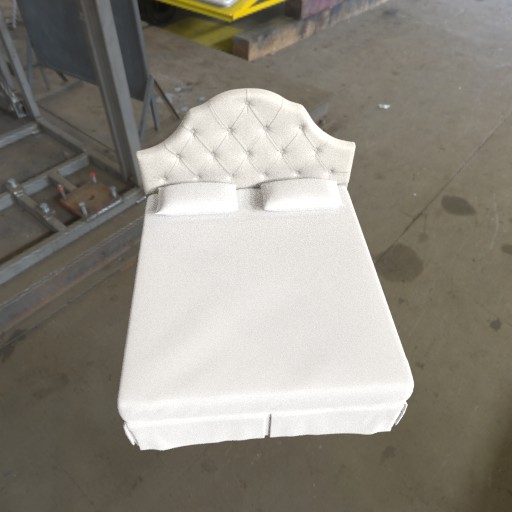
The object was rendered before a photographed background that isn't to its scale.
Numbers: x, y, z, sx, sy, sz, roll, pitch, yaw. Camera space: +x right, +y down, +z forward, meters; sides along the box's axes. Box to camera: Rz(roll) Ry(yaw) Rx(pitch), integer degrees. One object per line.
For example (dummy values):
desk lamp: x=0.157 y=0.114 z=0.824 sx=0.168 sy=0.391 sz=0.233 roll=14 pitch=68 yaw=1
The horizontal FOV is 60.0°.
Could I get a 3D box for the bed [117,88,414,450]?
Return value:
bed: x=0.000 y=0.000 z=3.394 sx=2.008 sy=1.615 sz=2.214 roll=-3 pitch=47 yaw=-3
